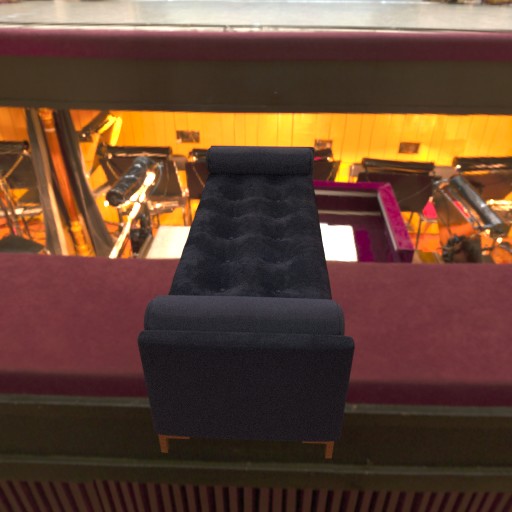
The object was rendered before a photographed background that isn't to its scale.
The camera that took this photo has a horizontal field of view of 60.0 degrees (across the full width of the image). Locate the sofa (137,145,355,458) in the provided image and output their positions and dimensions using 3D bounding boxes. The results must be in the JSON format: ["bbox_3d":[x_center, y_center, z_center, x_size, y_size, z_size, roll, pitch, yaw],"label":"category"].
[{"bbox_3d":[0.000,0.000,2.577,0.796,0.705,2.102,1,33,2],"label":"sofa"}]
